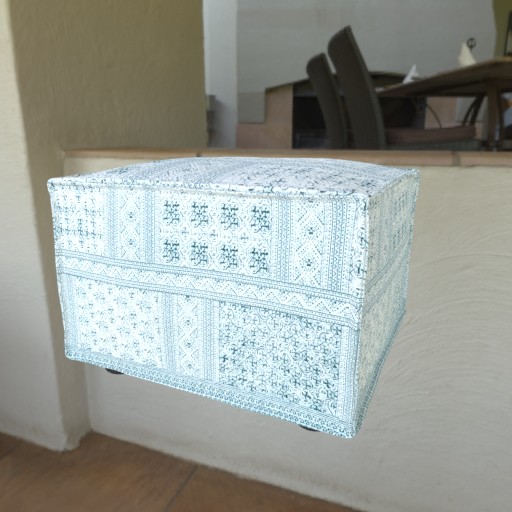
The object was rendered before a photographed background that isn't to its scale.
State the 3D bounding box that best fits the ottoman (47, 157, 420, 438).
[{"bbox_3d":[0.000,0.000,1.018,0.626,0.439,0.617,7,17,25],"label":"ottoman"}]
